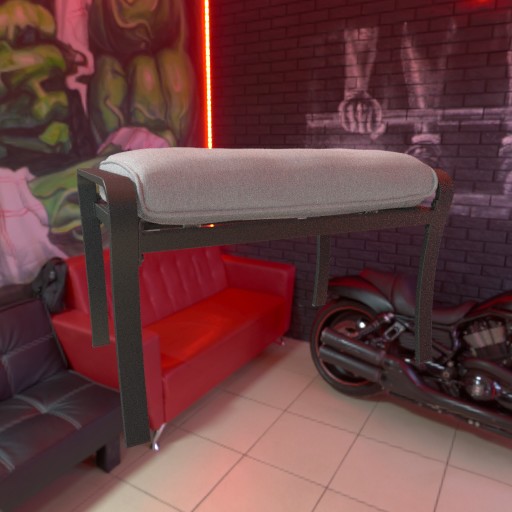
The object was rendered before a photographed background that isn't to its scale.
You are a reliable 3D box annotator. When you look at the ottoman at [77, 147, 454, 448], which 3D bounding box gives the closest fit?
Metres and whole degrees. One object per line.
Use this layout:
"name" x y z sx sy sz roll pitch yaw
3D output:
"ottoman" 0.000 0.000 0.887 0.610 0.422 0.406 -7 15 -26
